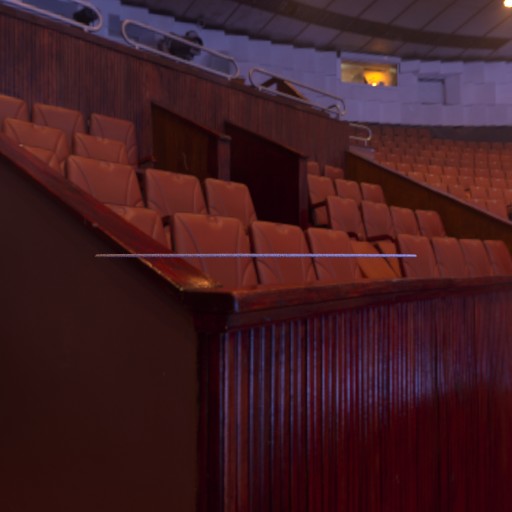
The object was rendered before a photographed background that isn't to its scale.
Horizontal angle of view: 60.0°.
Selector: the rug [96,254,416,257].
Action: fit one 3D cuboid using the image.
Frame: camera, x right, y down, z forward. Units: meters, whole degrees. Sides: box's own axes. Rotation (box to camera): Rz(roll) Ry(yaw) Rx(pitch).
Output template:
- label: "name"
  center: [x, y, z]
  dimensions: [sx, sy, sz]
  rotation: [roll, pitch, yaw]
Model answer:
- label: "rug"
  center: [0.000, 0.000, 3.495]
  dimensions: [2.382, 0.014, 2.382]
  rotation: [0, 0, 0]
